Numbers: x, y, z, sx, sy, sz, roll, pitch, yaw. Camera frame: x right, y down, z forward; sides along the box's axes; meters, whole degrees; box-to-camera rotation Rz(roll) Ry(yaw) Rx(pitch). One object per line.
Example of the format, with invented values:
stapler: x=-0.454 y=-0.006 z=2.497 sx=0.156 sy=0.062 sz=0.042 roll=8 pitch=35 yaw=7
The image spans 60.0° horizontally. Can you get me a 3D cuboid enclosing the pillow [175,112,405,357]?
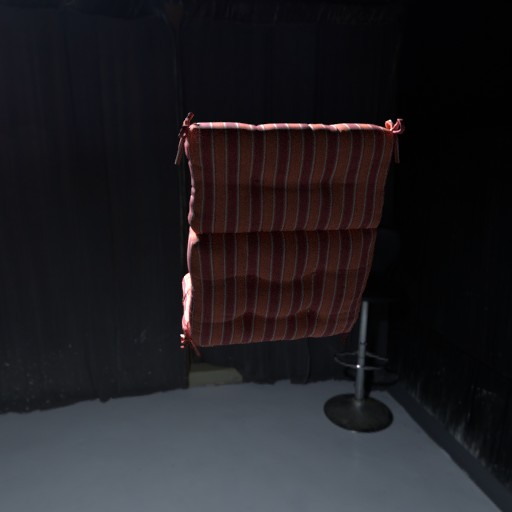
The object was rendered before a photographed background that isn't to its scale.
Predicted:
pillow: x=0.000 y=0.000 z=1.513 sx=0.526 sy=0.863 sz=1.016 roll=-2 pitch=14 yaw=-9
